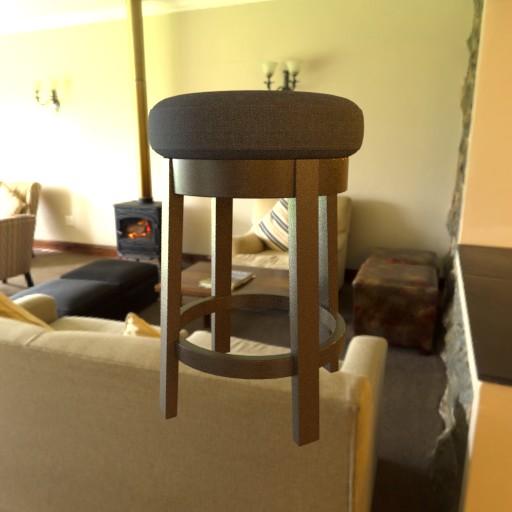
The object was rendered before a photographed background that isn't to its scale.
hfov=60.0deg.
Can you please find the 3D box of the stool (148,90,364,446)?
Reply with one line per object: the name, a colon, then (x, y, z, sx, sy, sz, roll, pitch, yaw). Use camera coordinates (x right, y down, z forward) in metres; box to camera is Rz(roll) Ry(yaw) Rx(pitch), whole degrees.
stool: (0.000, 0.000, 0.968, 0.449, 0.655, 0.449, 0, 14, 0)
